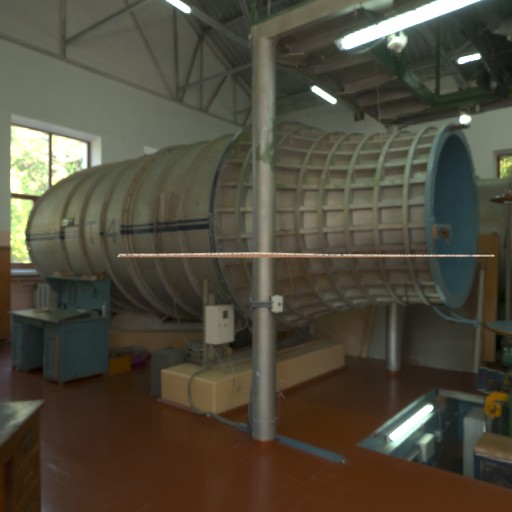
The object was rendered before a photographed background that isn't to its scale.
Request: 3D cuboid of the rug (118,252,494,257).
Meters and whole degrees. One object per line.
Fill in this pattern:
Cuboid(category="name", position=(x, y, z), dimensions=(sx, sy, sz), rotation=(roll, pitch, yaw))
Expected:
Cuboid(category="rug", position=(0.000, 0.000, 4.085), dimensions=(2.430, 0.030, 3.054), rotation=(0, 0, -18))
